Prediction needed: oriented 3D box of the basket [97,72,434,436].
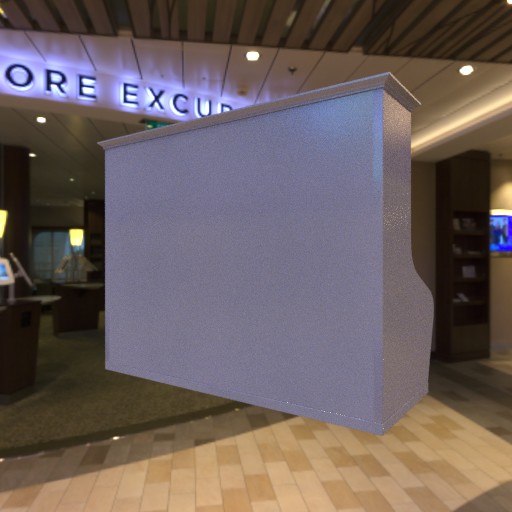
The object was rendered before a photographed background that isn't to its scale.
[{"bbox_3d":[0.000,0.000,1.089,0.780,0.600,0.350,0,0,35],"label":"basket"}]
